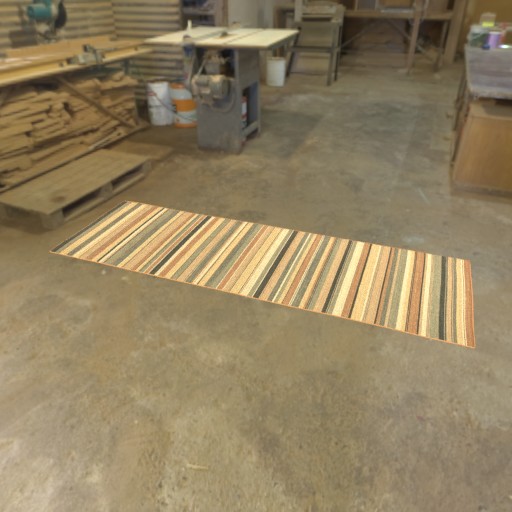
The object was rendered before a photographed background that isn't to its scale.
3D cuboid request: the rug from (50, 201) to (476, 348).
[{"bbox_3d":[0.000,0.000,2.700,2.444,0.010,0.799,11,34,17],"label":"rug"}]
